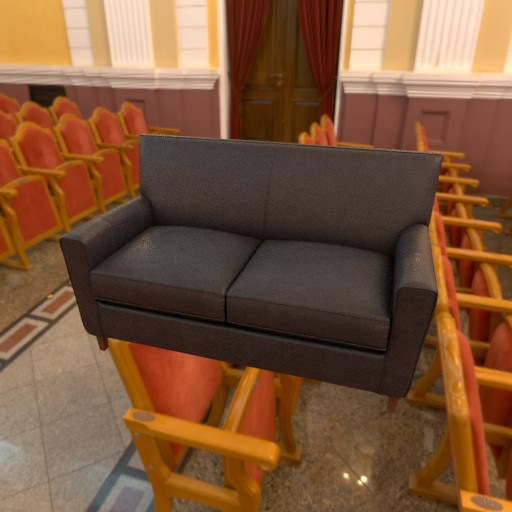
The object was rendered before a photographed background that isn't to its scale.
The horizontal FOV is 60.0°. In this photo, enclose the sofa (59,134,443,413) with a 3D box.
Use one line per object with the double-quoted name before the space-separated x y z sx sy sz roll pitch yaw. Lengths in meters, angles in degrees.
"sofa" 0.000 0.000 1.995 1.473 0.871 0.787 8 27 15
